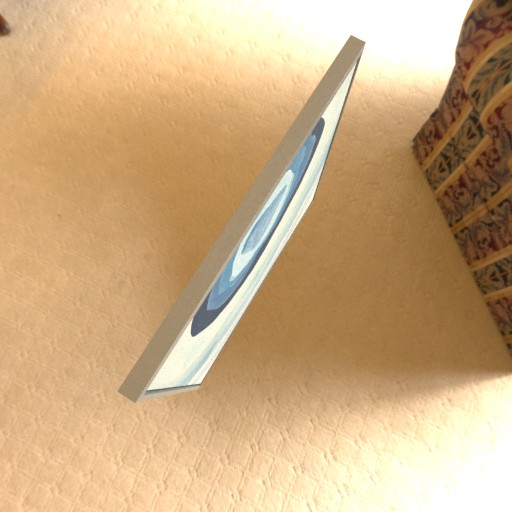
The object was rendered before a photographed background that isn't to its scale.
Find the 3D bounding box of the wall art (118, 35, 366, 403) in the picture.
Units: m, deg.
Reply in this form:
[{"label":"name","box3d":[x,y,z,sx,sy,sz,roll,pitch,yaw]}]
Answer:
[{"label":"wall art","box3d":[0.000,0.000,1.195,0.038,0.807,0.809,30,77,8]}]
